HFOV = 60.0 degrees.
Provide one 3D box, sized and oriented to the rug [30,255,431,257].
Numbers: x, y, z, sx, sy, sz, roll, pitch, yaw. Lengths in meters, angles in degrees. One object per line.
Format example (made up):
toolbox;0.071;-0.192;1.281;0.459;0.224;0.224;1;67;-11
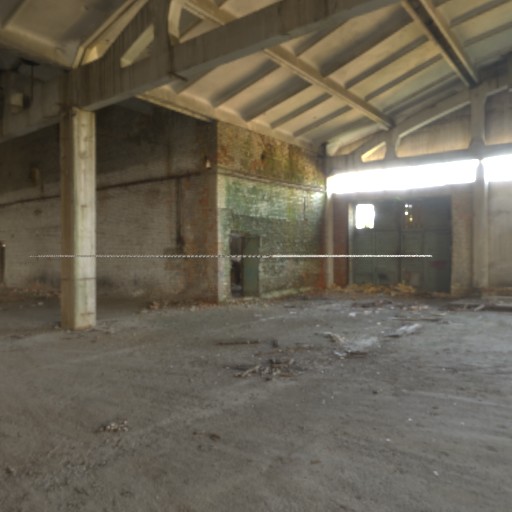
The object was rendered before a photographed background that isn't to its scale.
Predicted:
rug;0.000;0.000;4.145;2.380;0.013;3.051;0;0;37
